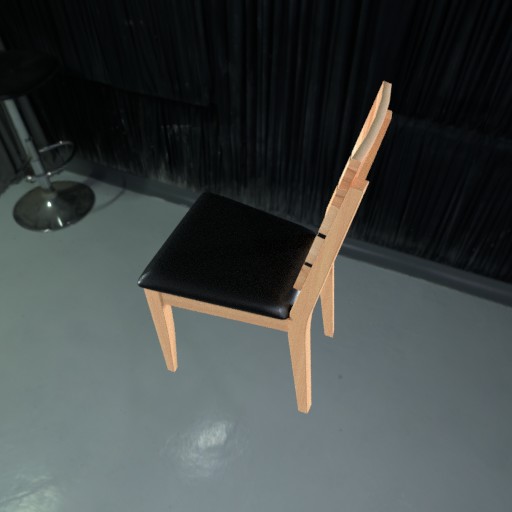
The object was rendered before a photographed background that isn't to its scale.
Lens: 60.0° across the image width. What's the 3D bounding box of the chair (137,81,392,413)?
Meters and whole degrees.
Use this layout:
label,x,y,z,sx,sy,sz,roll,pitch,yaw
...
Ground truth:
label,x,y,z,sx,sy,sz,roll,pitch,yaw
chair,0.000,0.000,1.221,0.520,0.940,0.410,16,49,14
